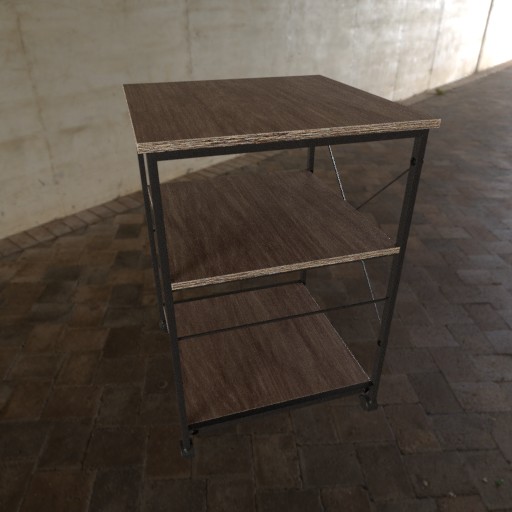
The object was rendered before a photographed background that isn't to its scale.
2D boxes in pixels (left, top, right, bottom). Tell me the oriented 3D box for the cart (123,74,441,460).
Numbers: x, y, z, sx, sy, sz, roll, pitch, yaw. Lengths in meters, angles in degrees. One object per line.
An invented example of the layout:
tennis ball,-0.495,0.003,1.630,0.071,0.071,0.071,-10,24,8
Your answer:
cart,0.000,0.000,1.118,0.520,0.762,0.521,-9,32,-14
